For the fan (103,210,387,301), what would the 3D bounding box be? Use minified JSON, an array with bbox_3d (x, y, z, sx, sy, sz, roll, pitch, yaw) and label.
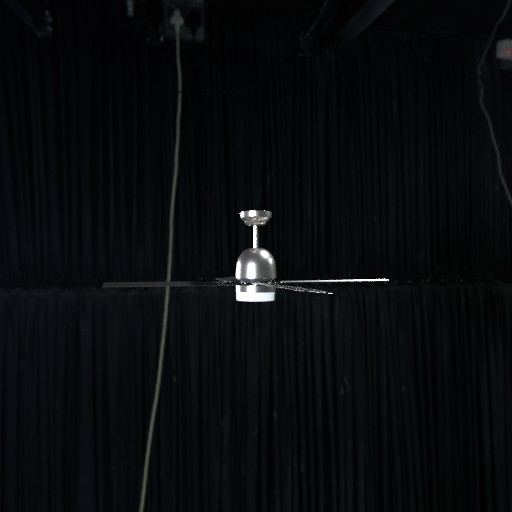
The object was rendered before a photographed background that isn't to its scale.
[{"bbox_3d":[0.000,0.000,2.062,1.346,0.406,1.346,0,-1,-18],"label":"fan"}]
